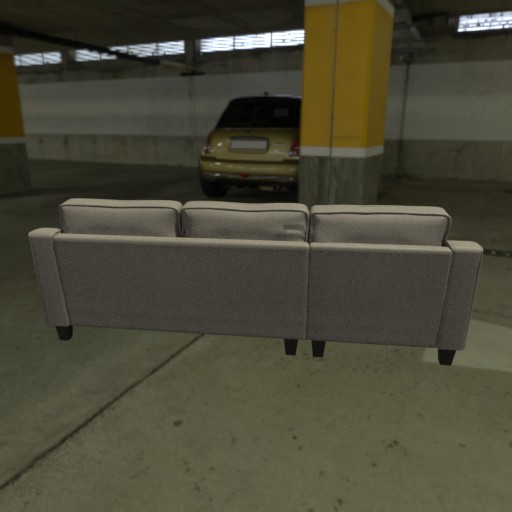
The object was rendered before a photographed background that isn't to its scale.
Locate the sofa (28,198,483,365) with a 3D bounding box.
[{"bbox_3d":[0.000,0.000,3.145,2.561,0.928,1.294,2,17,7],"label":"sofa"}]
